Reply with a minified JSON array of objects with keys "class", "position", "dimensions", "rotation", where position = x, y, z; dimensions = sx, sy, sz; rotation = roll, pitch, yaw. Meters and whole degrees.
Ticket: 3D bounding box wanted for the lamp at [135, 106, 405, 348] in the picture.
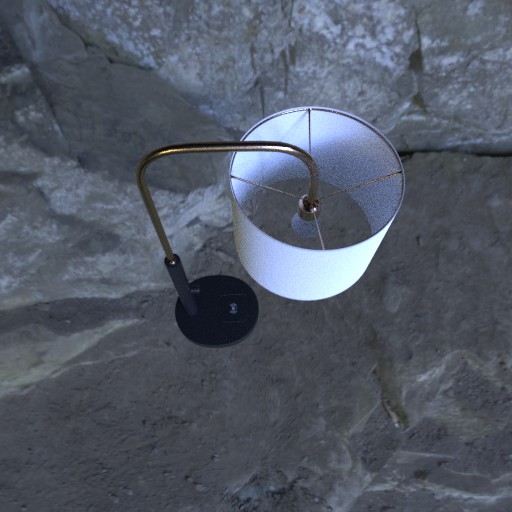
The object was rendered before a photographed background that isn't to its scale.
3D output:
[{"class":"lamp","position":[0.000,0.000,0.699],"dimensions":[0.337,0.540,0.199],"rotation":[-2,64,-1]}]
